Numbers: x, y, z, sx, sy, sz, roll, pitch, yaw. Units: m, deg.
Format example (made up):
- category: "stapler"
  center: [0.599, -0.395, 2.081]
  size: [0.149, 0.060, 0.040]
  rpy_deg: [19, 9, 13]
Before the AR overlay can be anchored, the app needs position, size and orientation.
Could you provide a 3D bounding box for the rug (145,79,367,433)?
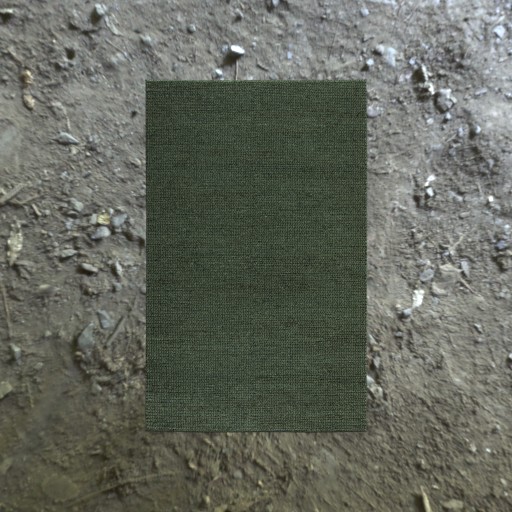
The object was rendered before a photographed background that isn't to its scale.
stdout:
- category: "rug"
  center: [0.000, 0.000, 3.061]
  size: [1.538, 0.021, 2.443]
  rpy_deg: [0, 90, 0]
